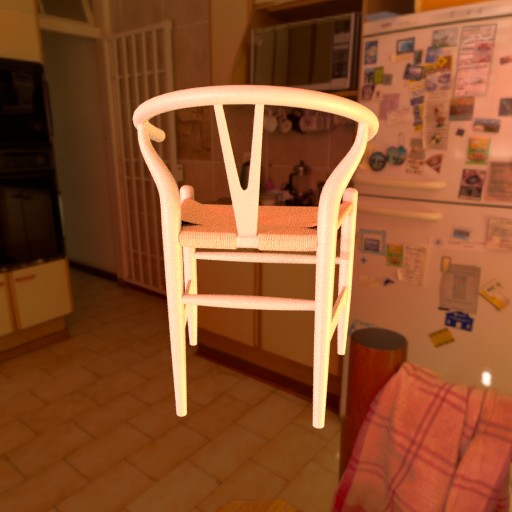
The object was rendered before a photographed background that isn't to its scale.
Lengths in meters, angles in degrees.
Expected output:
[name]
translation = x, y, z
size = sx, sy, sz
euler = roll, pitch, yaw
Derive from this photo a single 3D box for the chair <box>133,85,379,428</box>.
[chair]
translation = 0.000, 0.000, 1.081
size = 0.533, 0.736, 0.500
euler = 2, 16, 7
